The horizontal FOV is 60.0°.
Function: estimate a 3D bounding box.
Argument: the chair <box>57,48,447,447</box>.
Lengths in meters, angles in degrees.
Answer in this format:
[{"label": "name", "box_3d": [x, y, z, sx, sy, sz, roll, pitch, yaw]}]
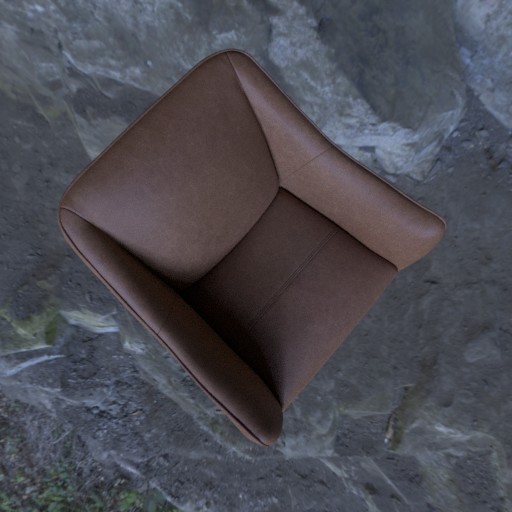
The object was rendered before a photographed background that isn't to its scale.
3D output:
[{"label": "chair", "box_3d": [0.000, 0.000, 1.516, 0.852, 0.830, 0.871, 41, 79, 10]}]
